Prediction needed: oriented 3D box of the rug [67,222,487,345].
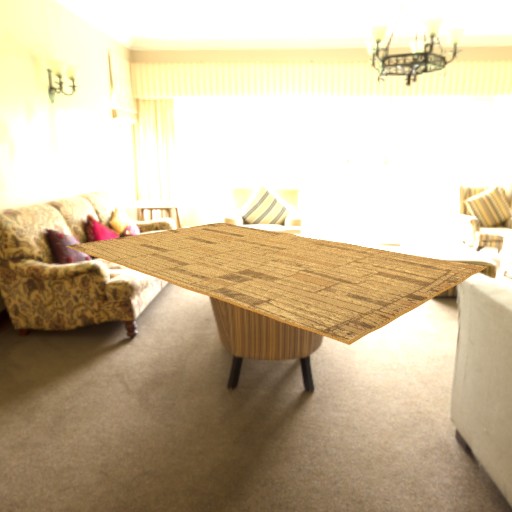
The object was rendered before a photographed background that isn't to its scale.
[{"bbox_3d":[0.000,0.000,2.988,2.444,0.023,1.531,13,18,43],"label":"rug"}]
